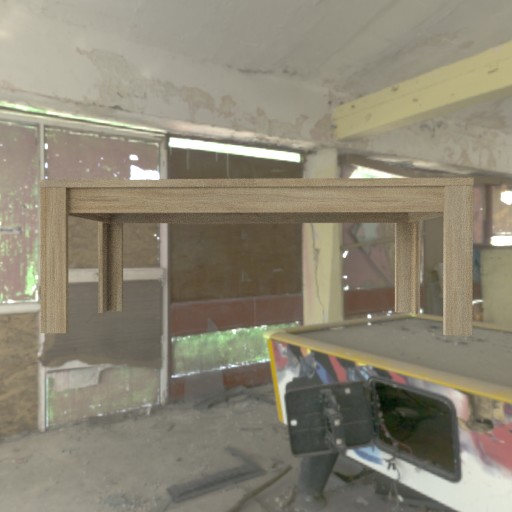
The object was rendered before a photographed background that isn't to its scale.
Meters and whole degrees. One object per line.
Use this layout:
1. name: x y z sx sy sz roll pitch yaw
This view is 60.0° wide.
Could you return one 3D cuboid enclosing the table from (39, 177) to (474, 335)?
1. table: 0.000 0.000 2.696 2.200 0.790 0.900 0 0 2
